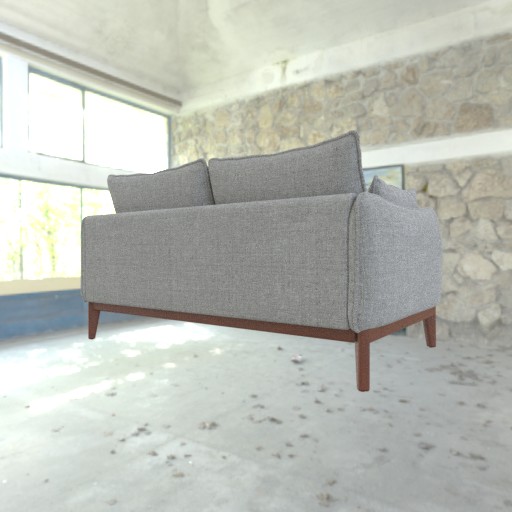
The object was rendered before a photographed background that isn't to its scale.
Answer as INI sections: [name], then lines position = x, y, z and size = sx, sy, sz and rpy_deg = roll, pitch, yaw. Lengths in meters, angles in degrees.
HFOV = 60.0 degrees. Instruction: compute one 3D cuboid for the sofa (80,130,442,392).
[sofa]
position = 0.000, 0.000, 2.179
size = 1.580, 0.851, 0.972
rpy_deg = 0, 0, 36
